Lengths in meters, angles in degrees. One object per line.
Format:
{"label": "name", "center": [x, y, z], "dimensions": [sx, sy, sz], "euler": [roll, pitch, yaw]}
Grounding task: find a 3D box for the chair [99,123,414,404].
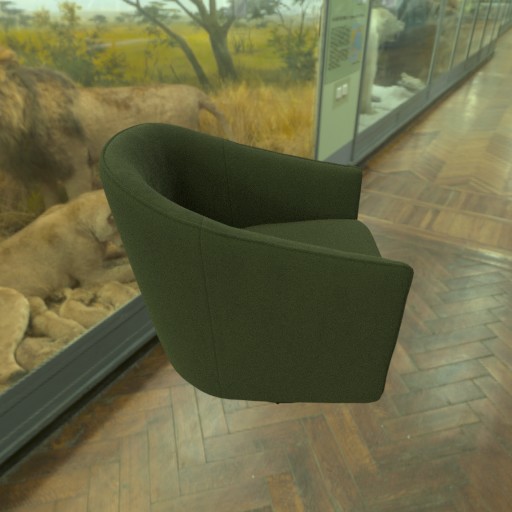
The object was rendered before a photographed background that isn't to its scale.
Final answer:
{"label": "chair", "center": [0.000, 0.000, 1.493], "dimensions": [0.875, 0.799, 0.747], "euler": [0, 32, 1]}
